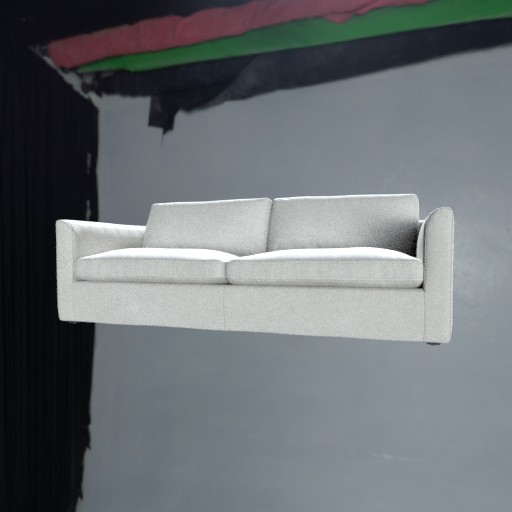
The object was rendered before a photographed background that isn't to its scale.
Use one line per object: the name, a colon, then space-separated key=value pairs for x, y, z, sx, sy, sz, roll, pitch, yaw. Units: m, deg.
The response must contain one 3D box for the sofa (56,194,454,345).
sofa: x=0.000 y=0.000 z=2.854 sx=2.588 sy=0.838 sz=1.090 roll=0 pitch=0 yaw=19
